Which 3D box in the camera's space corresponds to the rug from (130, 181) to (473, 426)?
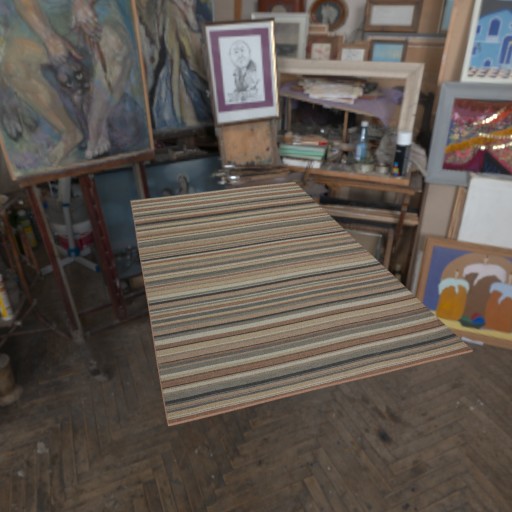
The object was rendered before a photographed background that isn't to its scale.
[{"bbox_3d":[0.000,0.000,3.033,1.523,0.014,2.438,-9,32,-15],"label":"rug"}]
